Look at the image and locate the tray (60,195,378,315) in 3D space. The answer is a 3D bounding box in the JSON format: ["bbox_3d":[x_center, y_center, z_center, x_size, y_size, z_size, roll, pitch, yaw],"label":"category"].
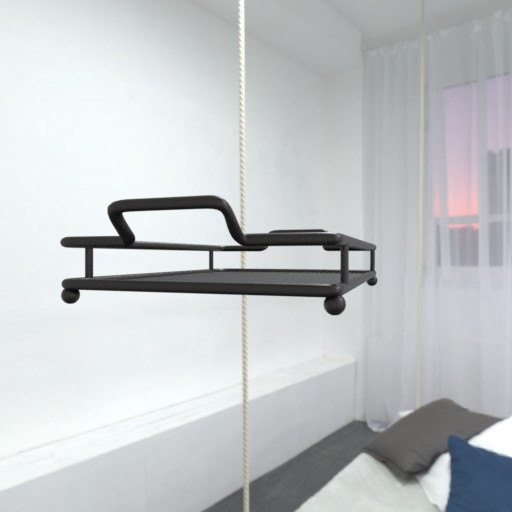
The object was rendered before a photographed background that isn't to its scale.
[{"bbox_3d":[0.000,0.000,0.610,0.297,0.101,0.495,0,0,19],"label":"tray"}]
